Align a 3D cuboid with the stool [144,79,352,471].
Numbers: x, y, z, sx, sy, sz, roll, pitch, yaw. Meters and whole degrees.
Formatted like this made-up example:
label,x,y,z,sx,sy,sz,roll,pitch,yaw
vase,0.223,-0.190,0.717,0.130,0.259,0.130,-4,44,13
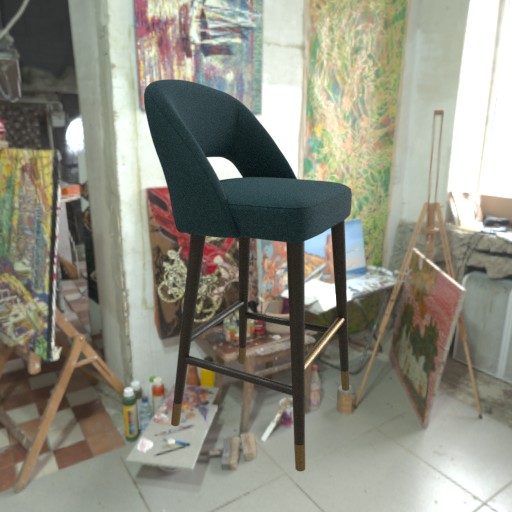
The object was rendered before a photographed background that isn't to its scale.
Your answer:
label,x,y,z,sx,sy,sz,roll,pitch,yaw
stool,0.000,0.000,1.365,0.522,1.032,0.536,8,17,26
